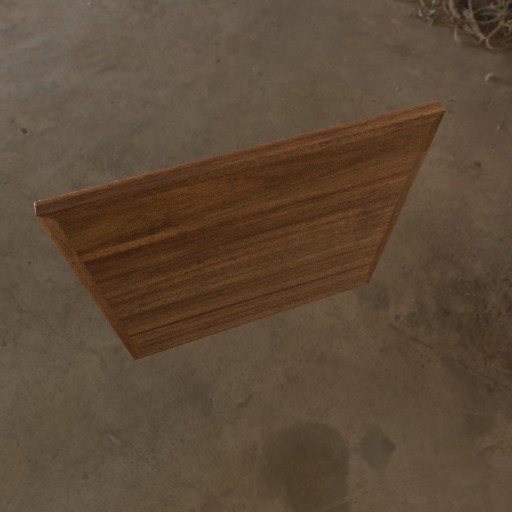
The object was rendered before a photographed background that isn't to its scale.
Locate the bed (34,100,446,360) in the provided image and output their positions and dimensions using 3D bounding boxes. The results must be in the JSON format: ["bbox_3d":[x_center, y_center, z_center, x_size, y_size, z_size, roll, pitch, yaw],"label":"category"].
[{"bbox_3d":[0.000,0.000,1.473,1.041,0.940,0.043,-17,59,-10],"label":"bed"}]
